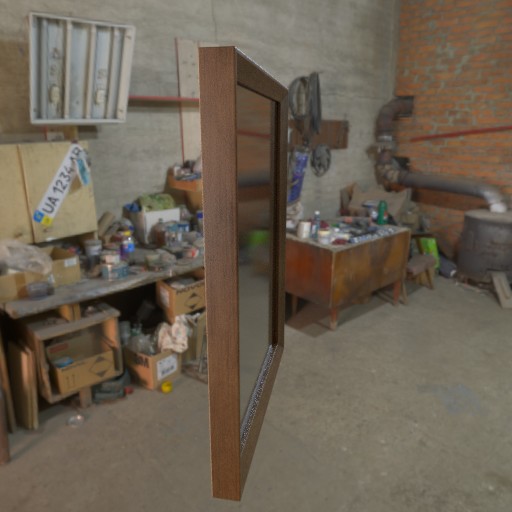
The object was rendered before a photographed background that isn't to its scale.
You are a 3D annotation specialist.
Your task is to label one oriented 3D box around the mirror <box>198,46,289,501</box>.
[{"bbox_3d":[0.000,0.000,0.667,0.041,0.509,0.406,3,16,11],"label":"mirror"}]
